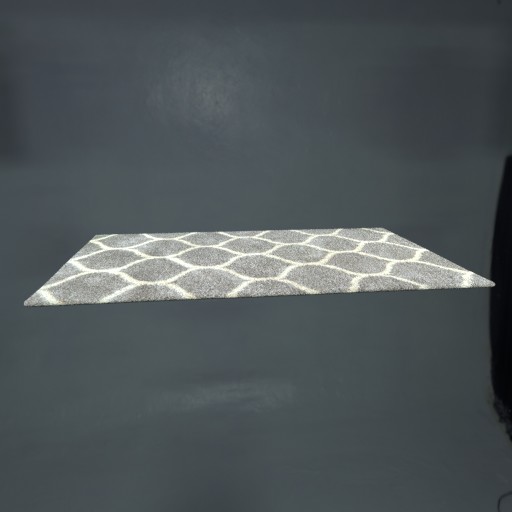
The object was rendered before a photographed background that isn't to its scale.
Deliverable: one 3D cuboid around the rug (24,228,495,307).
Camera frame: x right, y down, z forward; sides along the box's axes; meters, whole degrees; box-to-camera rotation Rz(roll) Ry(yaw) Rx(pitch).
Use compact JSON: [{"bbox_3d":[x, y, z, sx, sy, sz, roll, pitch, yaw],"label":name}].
[{"bbox_3d":[0.000,0.000,2.896,2.348,0.025,1.501,-2,15,-7],"label":"rug"}]
